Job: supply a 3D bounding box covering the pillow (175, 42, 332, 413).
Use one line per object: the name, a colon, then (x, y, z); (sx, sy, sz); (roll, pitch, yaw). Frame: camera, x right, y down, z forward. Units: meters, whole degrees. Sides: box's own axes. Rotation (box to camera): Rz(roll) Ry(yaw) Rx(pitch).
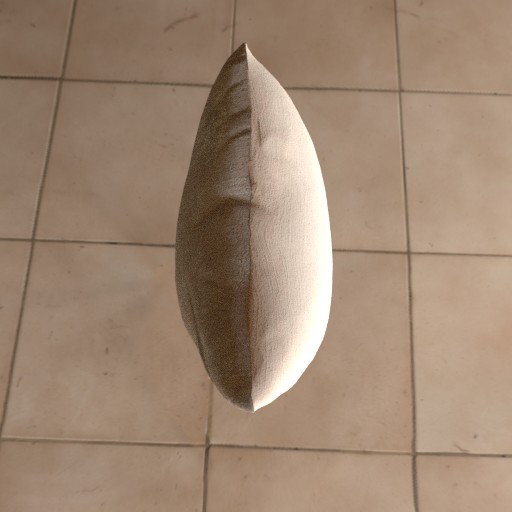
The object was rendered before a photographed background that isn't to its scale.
pillow: (0.000, 0.000, 0.713); (0.245, 0.448, 0.450); (1, 76, 0)
